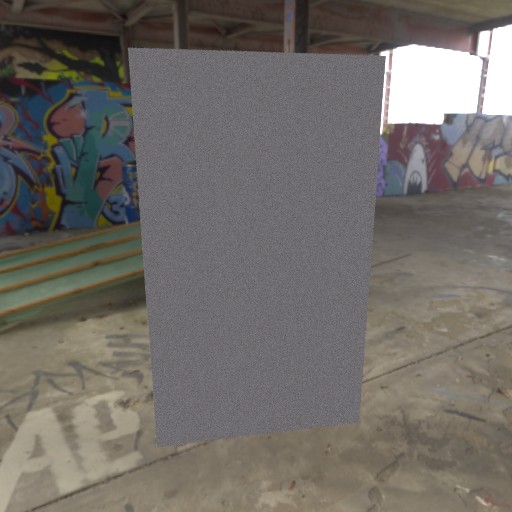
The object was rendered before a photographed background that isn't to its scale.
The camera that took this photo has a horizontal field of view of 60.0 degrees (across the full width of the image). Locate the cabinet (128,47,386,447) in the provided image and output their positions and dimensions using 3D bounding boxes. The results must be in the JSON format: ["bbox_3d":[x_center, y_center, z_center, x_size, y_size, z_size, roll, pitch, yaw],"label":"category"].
[{"bbox_3d":[0.000,0.000,1.557,0.750,1.280,0.250,-3,16,-10],"label":"cabinet"}]
